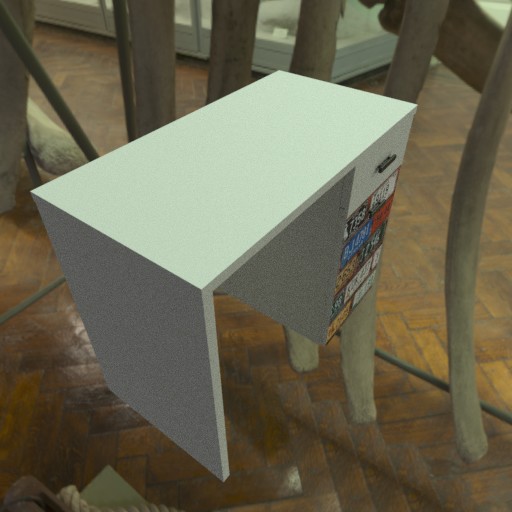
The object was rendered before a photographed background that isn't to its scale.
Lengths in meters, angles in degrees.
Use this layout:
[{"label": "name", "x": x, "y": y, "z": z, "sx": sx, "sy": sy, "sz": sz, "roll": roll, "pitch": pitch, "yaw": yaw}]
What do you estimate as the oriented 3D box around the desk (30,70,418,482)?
[{"label": "desk", "x": 0.000, "y": 0.000, "z": 1.307, "sx": 0.482, "sy": 0.730, "sz": 0.898, "roll": 26, "pitch": 48, "yaw": 27}]
